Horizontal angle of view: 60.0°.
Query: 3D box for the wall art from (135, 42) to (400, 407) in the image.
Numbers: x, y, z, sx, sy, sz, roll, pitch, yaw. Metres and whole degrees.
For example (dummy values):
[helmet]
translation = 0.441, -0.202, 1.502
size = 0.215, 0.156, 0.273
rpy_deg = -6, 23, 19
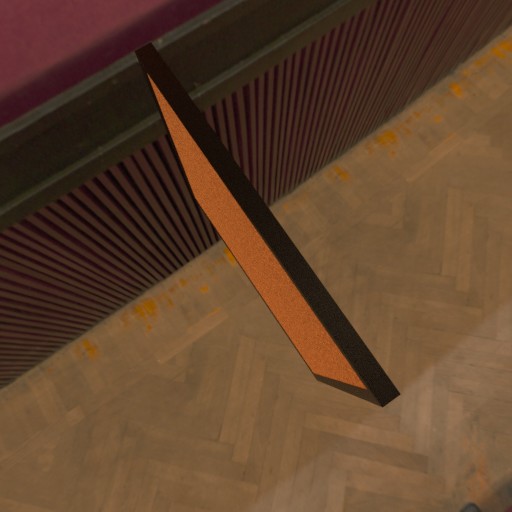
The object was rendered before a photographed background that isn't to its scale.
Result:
[wall art]
translation = 0.000, 0.000, 1.123
size = 0.036, 0.755, 0.756
rpy_deg = -33, 79, -7
